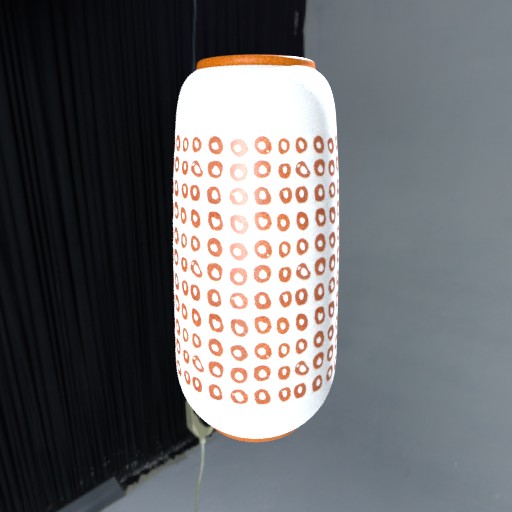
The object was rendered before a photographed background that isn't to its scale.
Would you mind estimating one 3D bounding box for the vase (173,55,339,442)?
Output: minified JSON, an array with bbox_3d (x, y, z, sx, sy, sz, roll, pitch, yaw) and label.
[{"bbox_3d":[0.000,0.000,0.351,0.133,0.282,0.133,0,17,0],"label":"vase"}]
